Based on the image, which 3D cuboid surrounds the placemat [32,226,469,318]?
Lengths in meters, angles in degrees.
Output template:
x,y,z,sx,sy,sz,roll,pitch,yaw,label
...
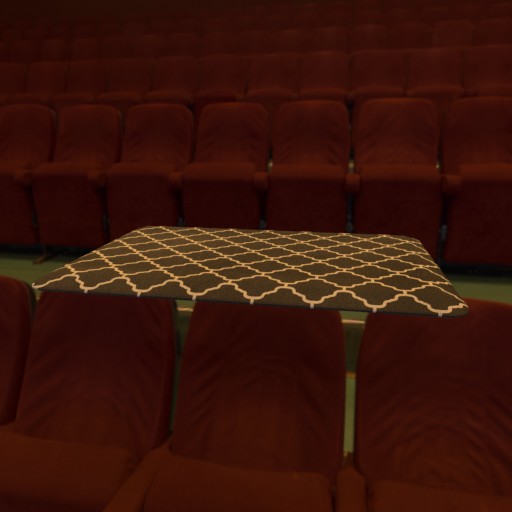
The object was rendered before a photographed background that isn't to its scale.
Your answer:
x,y,z,sx,sy,sz,roll,pitch,yaw,label
0.000,0.000,0.971,0.762,0.021,0.508,3,16,9,placemat
